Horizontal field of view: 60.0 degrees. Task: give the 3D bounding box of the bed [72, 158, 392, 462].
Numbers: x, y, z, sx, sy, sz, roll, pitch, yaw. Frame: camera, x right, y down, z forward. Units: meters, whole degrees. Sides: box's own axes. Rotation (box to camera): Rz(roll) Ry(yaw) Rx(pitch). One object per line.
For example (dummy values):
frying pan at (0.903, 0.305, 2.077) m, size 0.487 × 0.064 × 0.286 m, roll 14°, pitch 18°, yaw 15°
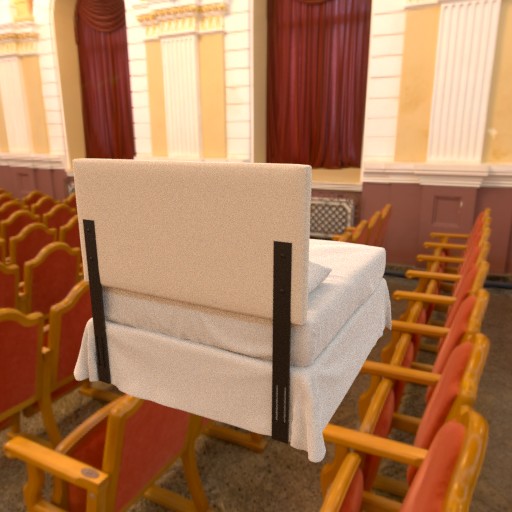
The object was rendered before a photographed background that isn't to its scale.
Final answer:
bed at (0.000, 0.000, 3.559) m, size 1.936 × 1.577 × 2.222 m, roll 8°, pitch 17°, yaw 27°
